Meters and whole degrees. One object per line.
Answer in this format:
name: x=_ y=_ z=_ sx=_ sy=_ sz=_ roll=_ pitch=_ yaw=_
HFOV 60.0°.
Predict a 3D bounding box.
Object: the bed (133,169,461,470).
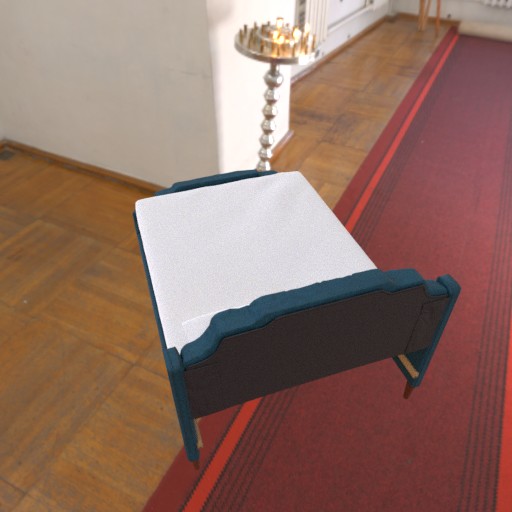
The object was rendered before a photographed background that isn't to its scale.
bed: x=0.000 y=0.000 z=3.419 sx=1.676 sy=1.351 sz=2.322 roll=-13 pitch=43 yaw=-14
